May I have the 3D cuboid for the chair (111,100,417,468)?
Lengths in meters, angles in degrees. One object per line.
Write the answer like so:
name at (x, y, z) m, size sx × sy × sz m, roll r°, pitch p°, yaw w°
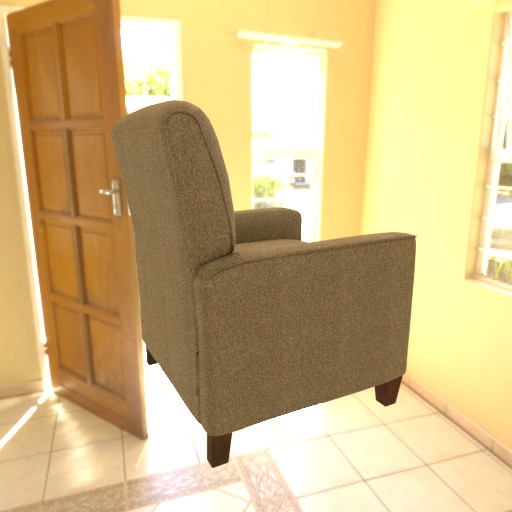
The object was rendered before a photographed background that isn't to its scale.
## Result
chair at (0.000, 0.000, 1.633) m, size 0.858 × 1.028 × 0.841 m, roll -7°, pitch 15°, yaw -27°
